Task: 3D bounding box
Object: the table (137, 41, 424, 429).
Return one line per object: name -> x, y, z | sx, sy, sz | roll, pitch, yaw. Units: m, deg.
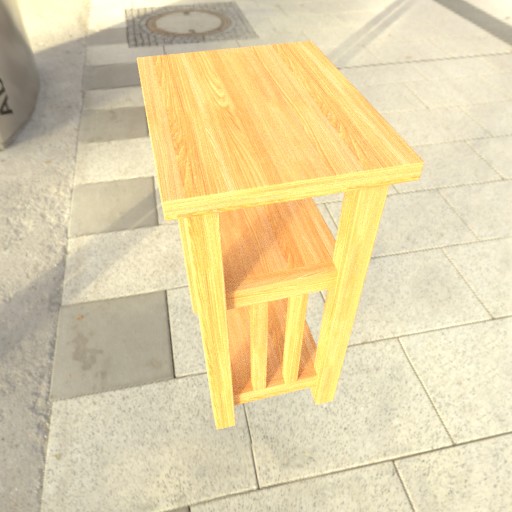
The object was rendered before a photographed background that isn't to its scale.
table -> 0.000, 0.000, 0.747 | 0.270, 0.550, 0.350 | -10, 46, -10
